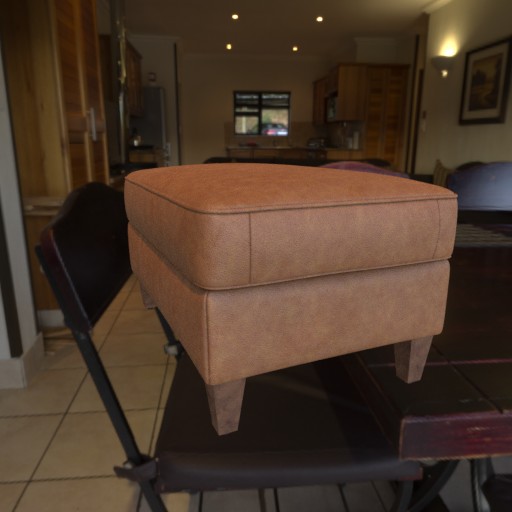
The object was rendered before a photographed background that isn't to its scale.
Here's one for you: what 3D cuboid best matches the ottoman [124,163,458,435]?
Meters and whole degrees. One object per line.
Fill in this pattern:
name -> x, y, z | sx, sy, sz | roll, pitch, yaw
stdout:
ottoman -> 0.000, 0.000, 1.201 | 0.584, 0.483, 0.864 | -6, 15, -23
